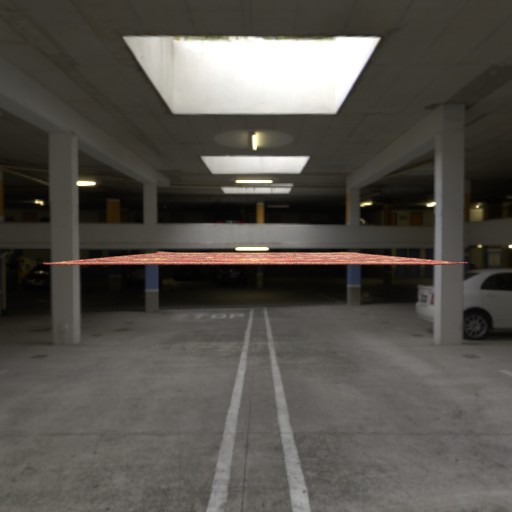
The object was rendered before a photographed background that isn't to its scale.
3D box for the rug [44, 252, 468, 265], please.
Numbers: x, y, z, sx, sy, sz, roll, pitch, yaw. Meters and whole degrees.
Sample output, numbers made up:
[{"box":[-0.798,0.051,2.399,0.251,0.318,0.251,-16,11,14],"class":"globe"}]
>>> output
[{"box":[0.000,0.000,4.121,2.489,0.030,3.086,0,2,0],"class":"rug"}]
